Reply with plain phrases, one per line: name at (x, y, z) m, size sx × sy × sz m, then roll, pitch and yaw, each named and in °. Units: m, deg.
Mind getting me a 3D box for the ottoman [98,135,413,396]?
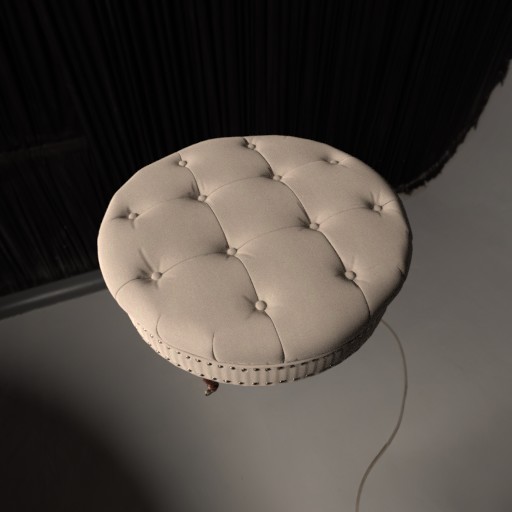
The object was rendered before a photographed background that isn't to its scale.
ottoman at (0.000, 0.000, 1.406) m, size 0.901 × 0.439 × 0.901 m, roll 0°, pitch 47°, yaw 0°
